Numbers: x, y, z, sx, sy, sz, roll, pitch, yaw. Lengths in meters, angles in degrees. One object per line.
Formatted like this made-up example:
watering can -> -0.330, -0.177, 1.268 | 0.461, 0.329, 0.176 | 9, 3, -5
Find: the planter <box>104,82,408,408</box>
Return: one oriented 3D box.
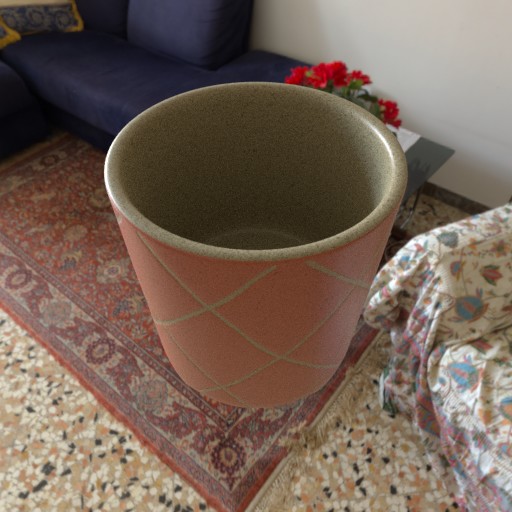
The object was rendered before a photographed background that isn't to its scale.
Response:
planter -> 0.000, 0.000, 0.357 | 0.191, 0.200, 0.191 | 0, 47, 0
